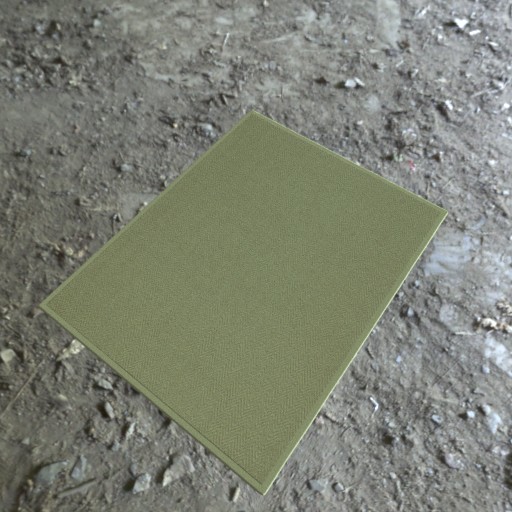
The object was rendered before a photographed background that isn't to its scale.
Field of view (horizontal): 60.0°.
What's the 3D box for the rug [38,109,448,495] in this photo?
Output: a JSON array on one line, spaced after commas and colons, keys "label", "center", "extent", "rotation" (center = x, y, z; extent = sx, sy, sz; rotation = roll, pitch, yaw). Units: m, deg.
[{"label": "rug", "center": [0.000, 0.000, 4.056], "extent": [2.407, 0.020, 3.051], "rotation": [33, 65, 18]}]
